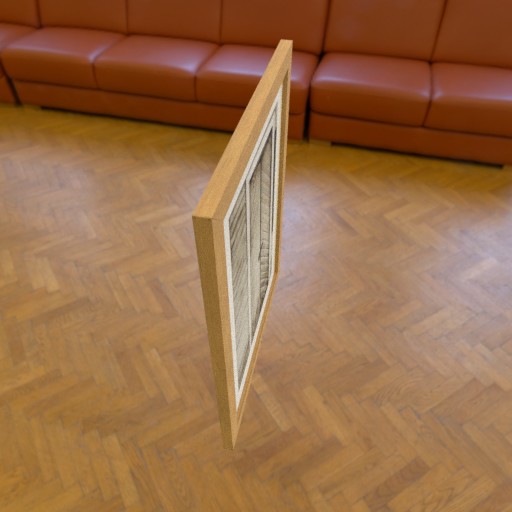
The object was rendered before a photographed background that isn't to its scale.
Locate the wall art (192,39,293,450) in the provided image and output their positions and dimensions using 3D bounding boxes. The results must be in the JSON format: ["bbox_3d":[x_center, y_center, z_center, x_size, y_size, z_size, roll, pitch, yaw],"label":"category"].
[{"bbox_3d":[0.000,0.000,0.774,0.020,0.561,0.460,9,46,9],"label":"wall art"}]
